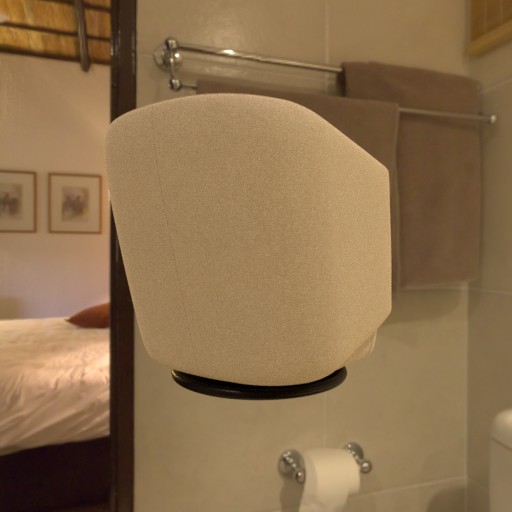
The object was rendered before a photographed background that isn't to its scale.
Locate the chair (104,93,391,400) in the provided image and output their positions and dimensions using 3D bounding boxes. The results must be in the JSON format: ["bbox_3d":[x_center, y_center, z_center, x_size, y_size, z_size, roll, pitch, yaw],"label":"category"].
[{"bbox_3d":[0.000,0.000,1.615,0.822,0.861,0.986,0,1,35],"label":"chair"}]
